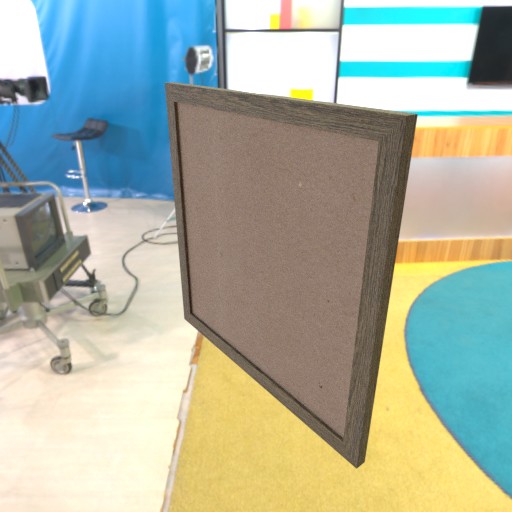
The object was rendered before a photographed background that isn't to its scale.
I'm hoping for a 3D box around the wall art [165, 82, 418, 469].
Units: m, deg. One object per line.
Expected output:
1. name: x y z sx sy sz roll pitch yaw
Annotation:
1. wall art: 0.000 0.000 0.736 0.019 0.508 0.508 -19 32 -34
